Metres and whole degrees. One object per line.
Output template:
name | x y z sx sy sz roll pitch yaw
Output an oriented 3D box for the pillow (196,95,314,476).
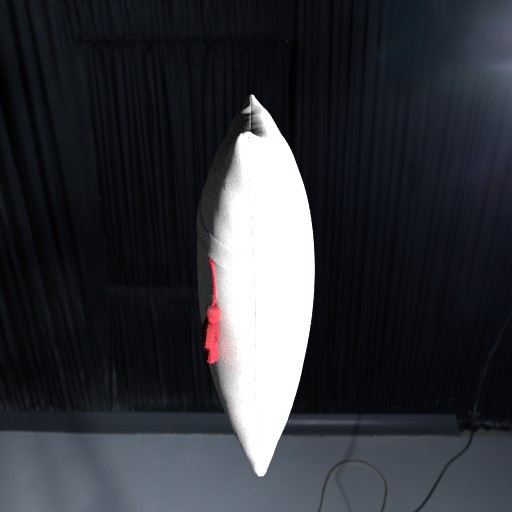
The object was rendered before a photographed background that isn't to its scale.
pillow | 0.000 0.000 0.682 0.173 0.436 0.433 0 24 0
